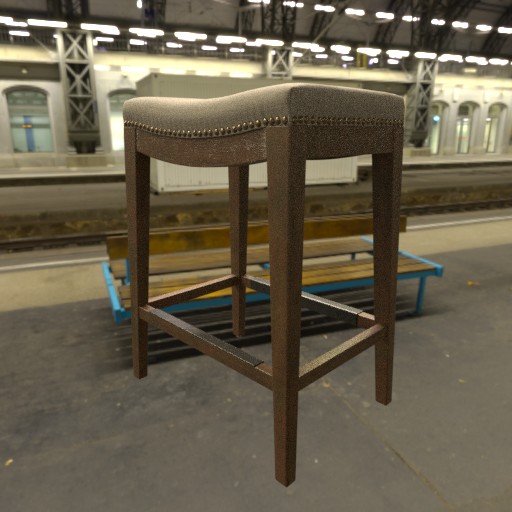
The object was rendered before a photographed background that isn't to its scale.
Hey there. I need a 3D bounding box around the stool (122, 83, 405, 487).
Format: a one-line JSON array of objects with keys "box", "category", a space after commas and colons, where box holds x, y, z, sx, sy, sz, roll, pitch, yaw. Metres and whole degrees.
[{"box": [0.000, 0.000, 0.961, 0.356, 0.660, 0.508, -15, 22, -43], "category": "stool"}]
